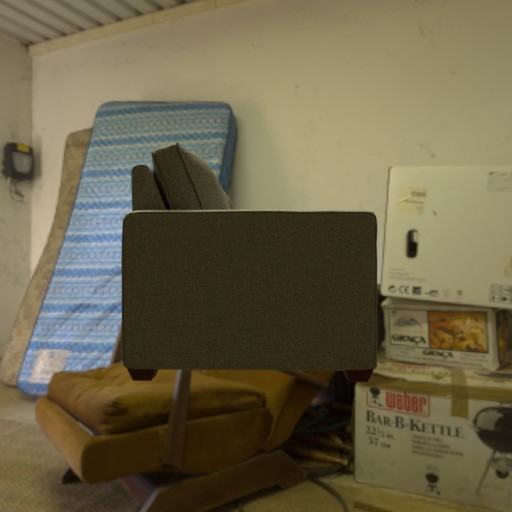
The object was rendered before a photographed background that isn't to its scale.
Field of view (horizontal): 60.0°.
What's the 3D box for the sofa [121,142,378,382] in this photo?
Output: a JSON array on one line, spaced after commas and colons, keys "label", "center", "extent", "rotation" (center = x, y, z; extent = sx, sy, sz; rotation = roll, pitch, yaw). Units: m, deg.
[{"label": "sofa", "center": [0.000, 0.000, 2.599], "extent": [0.945, 0.918, 2.078], "rotation": [0, 0, 1]}]
